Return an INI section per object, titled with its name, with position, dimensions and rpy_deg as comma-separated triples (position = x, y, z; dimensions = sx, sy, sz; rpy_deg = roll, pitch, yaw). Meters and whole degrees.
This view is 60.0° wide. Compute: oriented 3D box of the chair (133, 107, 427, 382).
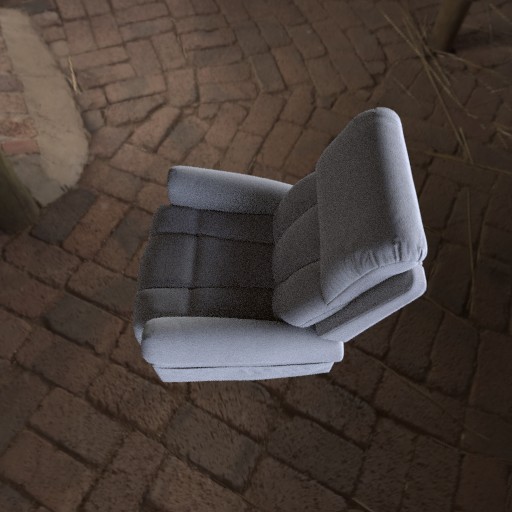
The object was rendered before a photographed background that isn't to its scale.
[chair]
position = 0.000, 0.000, 1.747
dimensions = 0.979, 1.031, 0.871
rpy_deg = 1, 59, 1
